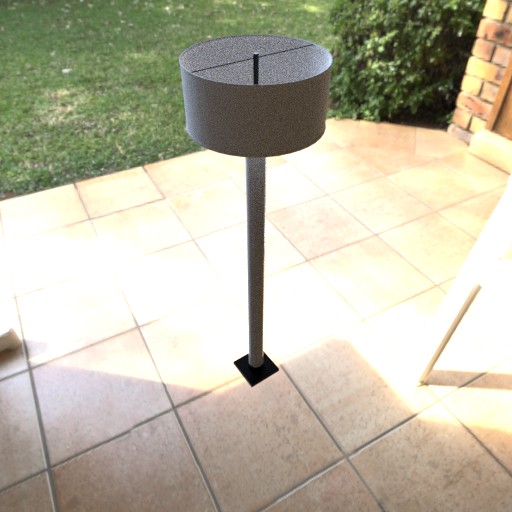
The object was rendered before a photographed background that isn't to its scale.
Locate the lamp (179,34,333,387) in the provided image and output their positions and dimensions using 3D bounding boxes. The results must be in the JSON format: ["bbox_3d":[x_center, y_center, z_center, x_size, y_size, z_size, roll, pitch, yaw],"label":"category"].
[{"bbox_3d":[0.000,0.000,1.696,0.420,1.475,0.420,-25,47,-25],"label":"lamp"}]
